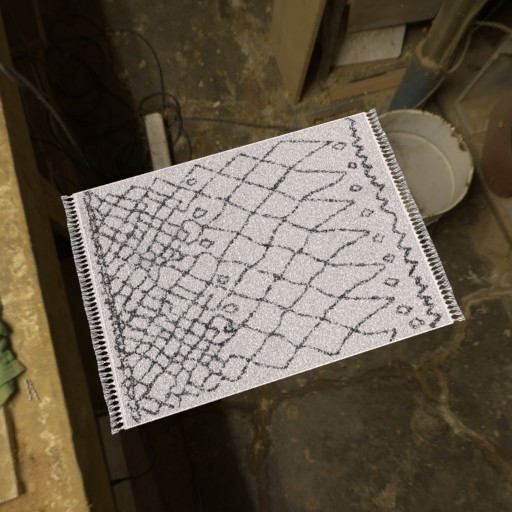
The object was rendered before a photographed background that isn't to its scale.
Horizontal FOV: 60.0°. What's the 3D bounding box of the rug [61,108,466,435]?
[{"bbox_3d":[0.000,0.000,2.948,2.312,0.017,1.613,-17,76,-4],"label":"rug"}]
